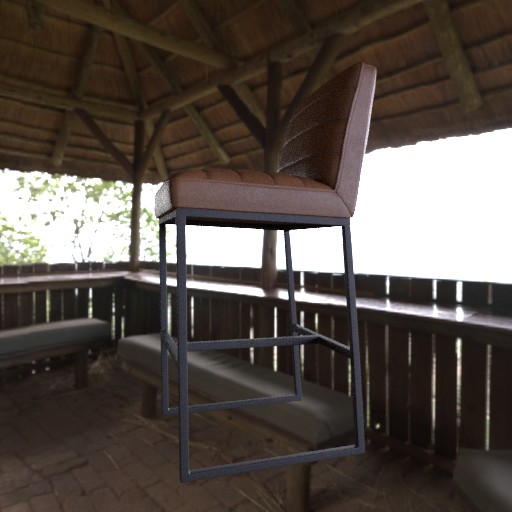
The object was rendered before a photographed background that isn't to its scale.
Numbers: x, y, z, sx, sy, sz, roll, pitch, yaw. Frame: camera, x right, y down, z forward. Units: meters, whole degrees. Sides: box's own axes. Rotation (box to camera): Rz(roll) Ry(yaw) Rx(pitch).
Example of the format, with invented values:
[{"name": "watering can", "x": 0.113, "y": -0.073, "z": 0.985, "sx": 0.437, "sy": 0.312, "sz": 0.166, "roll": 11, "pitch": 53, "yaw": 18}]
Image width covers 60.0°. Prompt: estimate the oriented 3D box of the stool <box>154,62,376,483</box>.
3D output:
[{"name": "stool", "x": 0.000, "y": 0.000, "z": 1.300, "sx": 0.556, "sy": 1.040, "sz": 0.458, "roll": 0, "pitch": 2, "yaw": -18}]
